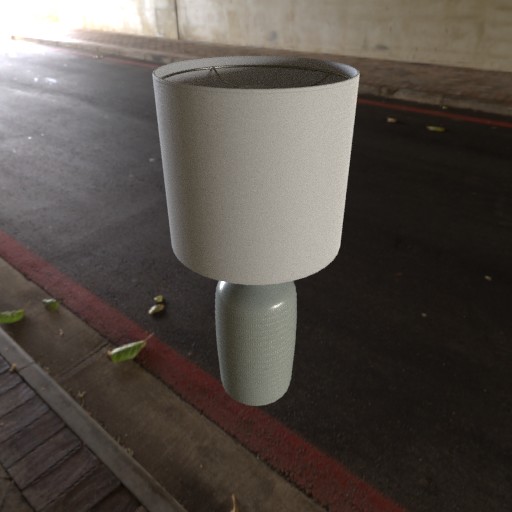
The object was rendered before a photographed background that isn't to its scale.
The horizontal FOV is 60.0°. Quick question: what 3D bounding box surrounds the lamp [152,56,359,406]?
[{"bbox_3d":[0.000,0.000,0.605,0.220,0.475,0.220,-9,32,-14],"label":"lamp"}]
